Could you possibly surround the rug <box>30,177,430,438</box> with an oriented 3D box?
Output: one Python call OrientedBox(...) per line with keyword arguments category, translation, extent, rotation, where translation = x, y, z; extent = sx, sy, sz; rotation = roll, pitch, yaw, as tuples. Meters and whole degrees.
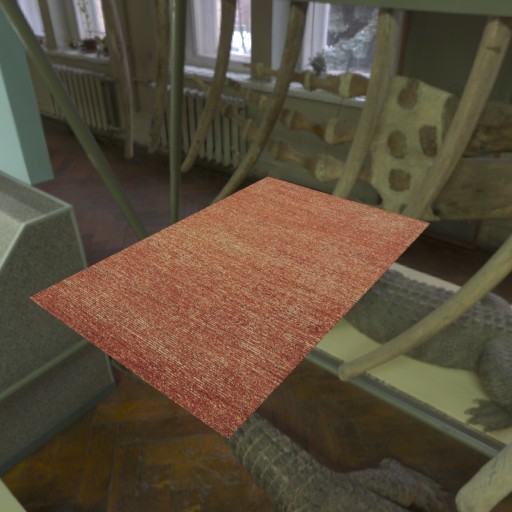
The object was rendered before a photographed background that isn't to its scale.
OrientedBox(category="rug", translation=(0.000, 0.000, 2.215), extent=(1.139, 0.011, 1.747), rotation=(22, 38, 31))
